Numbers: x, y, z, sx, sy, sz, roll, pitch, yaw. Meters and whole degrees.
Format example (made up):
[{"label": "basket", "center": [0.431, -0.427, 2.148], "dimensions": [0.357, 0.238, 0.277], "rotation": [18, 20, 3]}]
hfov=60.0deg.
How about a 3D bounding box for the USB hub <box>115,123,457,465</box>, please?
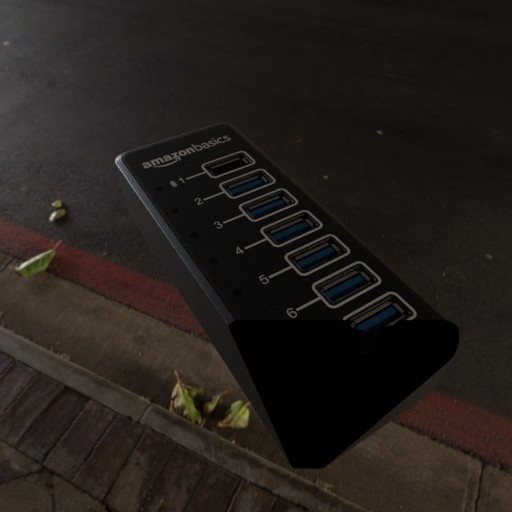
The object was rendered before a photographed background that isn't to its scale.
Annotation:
[{"label": "USB hub", "center": [0.000, 0.000, 0.129], "dimensions": [0.044, 0.023, 0.110], "rotation": [-24, 51, -21]}]
